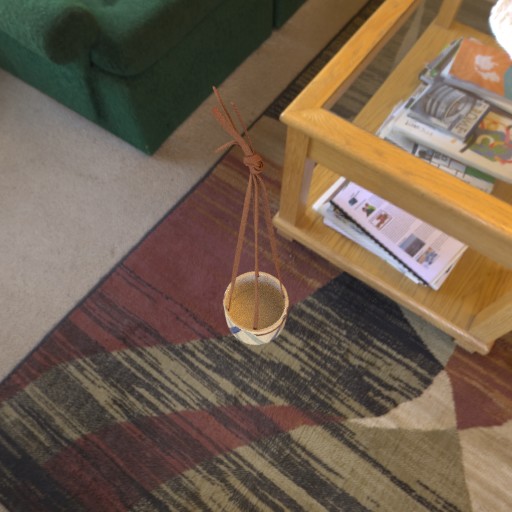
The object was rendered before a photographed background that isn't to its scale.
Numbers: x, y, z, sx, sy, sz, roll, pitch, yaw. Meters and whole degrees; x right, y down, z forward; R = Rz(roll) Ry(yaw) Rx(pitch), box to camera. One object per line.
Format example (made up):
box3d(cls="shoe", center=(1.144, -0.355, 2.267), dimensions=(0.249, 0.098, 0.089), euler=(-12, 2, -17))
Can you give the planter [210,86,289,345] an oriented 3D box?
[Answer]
box3d(cls="planter", center=(0.000, 0.000, 0.822), dimensions=(0.157, 0.753, 0.153), euler=(16, 65, 8))
